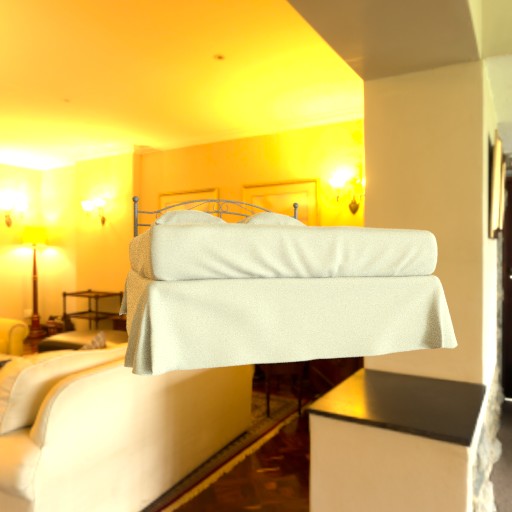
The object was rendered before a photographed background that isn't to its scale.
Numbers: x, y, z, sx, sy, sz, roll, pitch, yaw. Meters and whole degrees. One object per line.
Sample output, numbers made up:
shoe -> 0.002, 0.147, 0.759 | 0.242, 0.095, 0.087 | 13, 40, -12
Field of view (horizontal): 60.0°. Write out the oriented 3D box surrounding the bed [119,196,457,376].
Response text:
bed -> 0.000, 0.000, 3.281 | 1.936, 1.080, 2.215 | 0, 0, -19
